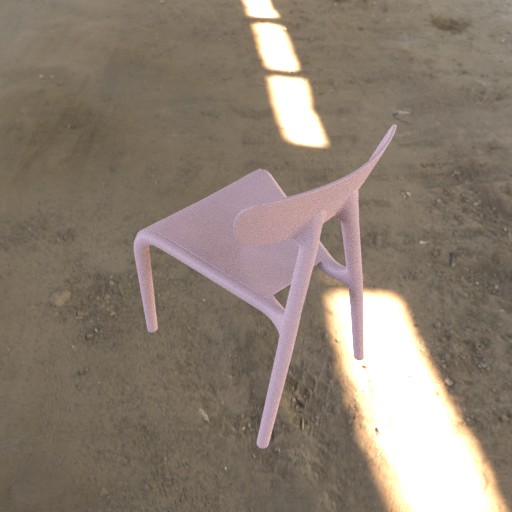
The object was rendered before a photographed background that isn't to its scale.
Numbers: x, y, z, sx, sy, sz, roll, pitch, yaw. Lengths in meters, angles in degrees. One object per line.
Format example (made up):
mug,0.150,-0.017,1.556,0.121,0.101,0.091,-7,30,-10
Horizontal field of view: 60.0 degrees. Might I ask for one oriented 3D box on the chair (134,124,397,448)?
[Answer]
chair,0.000,0.000,0.837,0.356,0.580,0.401,-33,55,-27
